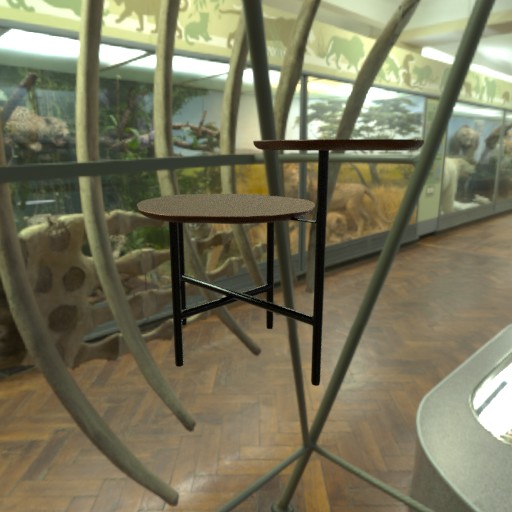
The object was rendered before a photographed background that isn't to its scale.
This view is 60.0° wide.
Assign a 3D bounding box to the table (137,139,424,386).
[{"bbox_3d":[0.000,0.000,1.076,0.442,0.538,0.759,-13,19,-43],"label":"table"}]
